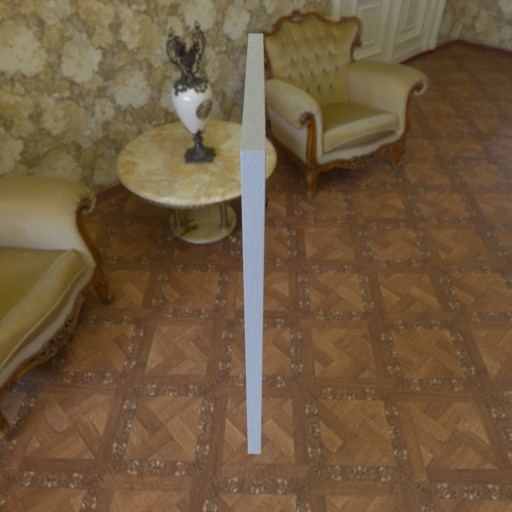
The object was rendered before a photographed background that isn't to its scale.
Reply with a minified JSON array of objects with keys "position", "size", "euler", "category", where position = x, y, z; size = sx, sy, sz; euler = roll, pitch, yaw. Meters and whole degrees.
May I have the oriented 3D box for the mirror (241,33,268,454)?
[{"position":[0.000,0.000,1.154],"size":[0.040,0.915,0.609],"euler":[0,41,0],"category":"mirror"}]
